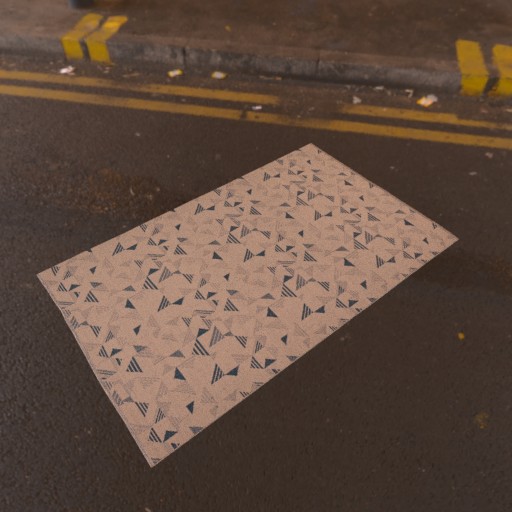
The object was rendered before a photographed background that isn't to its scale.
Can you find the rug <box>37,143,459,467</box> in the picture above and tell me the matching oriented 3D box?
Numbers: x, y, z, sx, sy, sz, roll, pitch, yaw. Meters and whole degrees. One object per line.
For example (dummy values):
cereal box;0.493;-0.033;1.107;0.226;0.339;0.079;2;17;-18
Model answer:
rug;0.000;0.000;3.000;2.457;0.009;1.512;-30;54;-25
